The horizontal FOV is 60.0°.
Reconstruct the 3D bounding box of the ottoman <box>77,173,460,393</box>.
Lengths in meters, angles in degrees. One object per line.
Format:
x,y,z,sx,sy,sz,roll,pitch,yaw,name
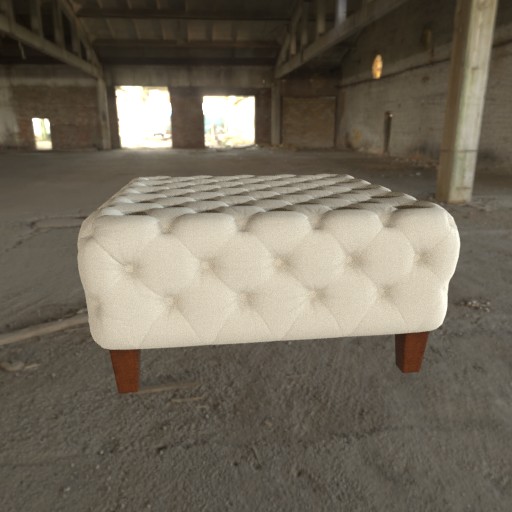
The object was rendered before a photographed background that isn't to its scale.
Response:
0.000,0.000,1.211,0.755,0.376,0.753,-2,17,-7,ottoman
